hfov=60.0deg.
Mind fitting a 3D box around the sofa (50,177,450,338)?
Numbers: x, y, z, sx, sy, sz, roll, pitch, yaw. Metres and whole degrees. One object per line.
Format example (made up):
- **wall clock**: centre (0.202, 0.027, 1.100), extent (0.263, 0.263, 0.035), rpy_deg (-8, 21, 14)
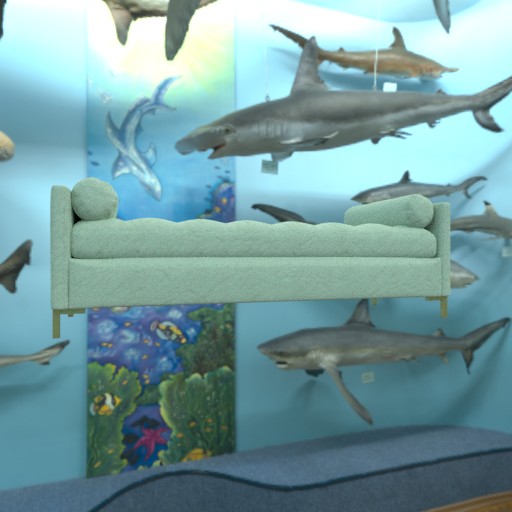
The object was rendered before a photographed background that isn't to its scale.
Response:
- **sofa**: centre (0.000, 0.000, 2.555), extent (2.102, 0.705, 0.796), rpy_deg (0, 0, -18)
